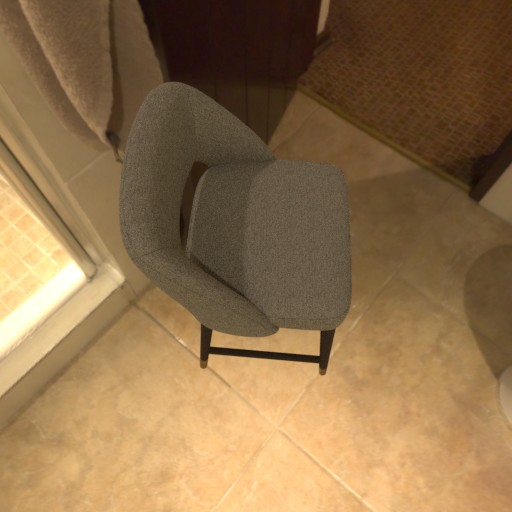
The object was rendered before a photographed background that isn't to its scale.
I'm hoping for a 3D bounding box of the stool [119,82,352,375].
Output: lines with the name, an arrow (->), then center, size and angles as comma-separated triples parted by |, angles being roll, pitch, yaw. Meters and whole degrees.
stool -> 0.000, 0.000, 1.267 | 0.524, 0.925, 0.536 | 3, 64, 1
